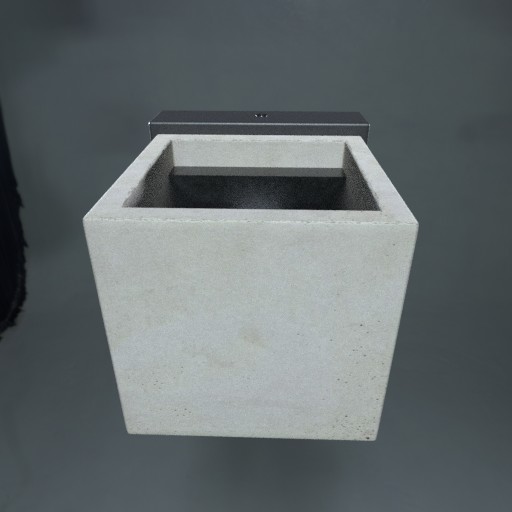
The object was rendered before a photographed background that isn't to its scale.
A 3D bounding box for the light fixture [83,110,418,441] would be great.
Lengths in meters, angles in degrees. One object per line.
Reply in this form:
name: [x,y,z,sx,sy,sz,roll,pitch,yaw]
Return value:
light fixture: [0.000,0.000,0.235,0.121,0.121,0.143,1,29,2]
